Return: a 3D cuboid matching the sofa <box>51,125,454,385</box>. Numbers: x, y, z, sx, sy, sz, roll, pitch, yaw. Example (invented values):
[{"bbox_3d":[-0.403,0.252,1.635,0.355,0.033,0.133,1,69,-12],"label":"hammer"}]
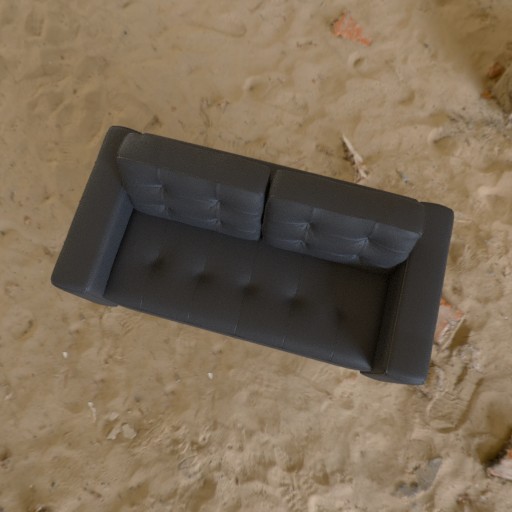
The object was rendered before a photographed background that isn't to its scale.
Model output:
[{"bbox_3d":[0.000,0.000,2.185,1.726,0.893,0.833,15,76,4],"label":"sofa"}]
